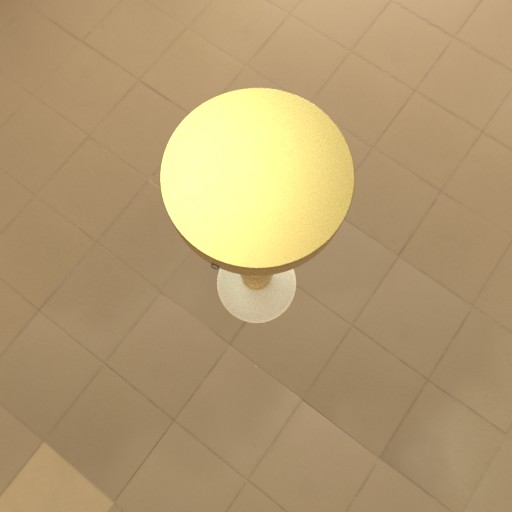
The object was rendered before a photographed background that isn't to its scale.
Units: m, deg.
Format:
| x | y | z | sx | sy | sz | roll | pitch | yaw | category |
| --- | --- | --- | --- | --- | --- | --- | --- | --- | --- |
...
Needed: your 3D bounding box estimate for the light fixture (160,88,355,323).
| x | y | z | sx | sy | sz | roll | pitch | yaw | category |
| --- | --- | --- | --- | --- | --- | --- | --- | --- | --- |
| 0.000 | 0.000 | 0.572 | 0.146 | 0.510 | 0.147 | 35 | 79 | 8 | light fixture |
